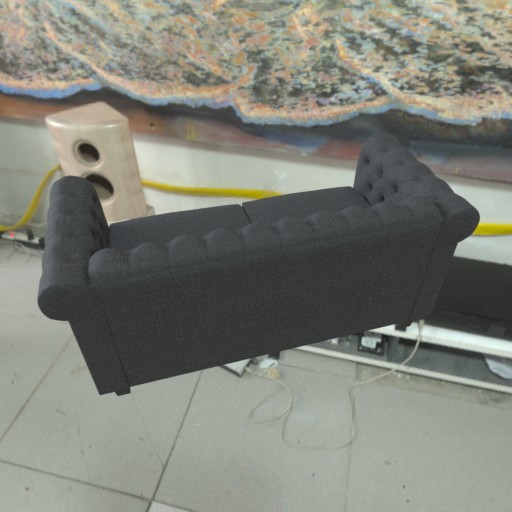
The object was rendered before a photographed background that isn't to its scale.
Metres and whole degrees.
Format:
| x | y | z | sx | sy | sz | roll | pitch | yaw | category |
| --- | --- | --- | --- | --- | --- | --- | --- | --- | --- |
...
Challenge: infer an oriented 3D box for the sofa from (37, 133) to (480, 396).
| x | y | z | sx | sy | sz | roll | pitch | yaw | category |
| --- | --- | --- | --- | --- | --- | --- | --- | --- | --- |
| 0.000 | 0.000 | 2.200 | 1.798 | 0.797 | 0.783 | -11 | 42 | -12 | sofa |
